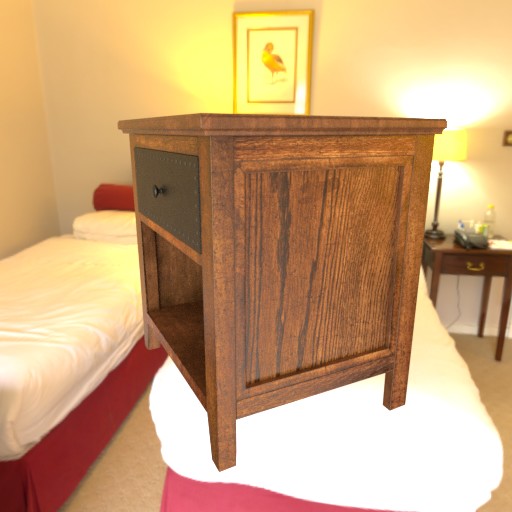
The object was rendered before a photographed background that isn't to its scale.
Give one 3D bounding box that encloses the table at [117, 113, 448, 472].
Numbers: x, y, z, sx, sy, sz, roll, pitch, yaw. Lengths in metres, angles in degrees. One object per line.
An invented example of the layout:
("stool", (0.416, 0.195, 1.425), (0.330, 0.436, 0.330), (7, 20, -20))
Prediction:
("table", (0.000, 0.000, 1.012), (0.461, 0.597, 0.586), (-8, 18, -26))
